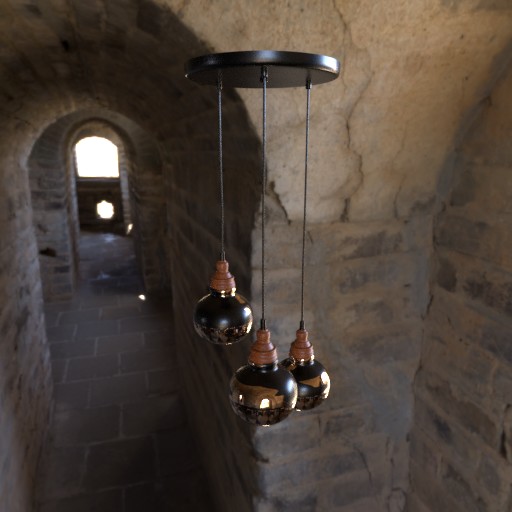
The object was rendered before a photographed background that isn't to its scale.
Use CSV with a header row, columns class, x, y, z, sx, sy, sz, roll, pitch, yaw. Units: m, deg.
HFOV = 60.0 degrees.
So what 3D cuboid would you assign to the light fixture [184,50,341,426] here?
class,x,y,z,sx,sy,sz,roll,pitch,yaw
light fixture,0.000,0.000,1.777,0.605,1.410,0.608,7,15,26
